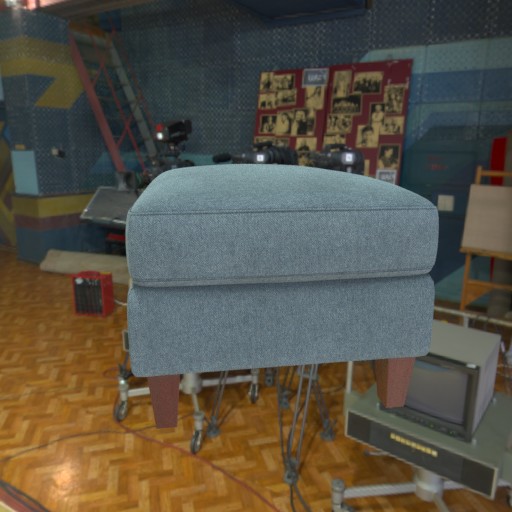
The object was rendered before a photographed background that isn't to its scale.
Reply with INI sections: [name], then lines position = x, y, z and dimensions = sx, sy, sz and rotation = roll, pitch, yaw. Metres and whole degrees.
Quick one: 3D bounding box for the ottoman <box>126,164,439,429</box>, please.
[ottoman]
position = 0.000, 0.000, 1.204
dimensions = 0.584, 0.483, 0.864
rotation = -2, 14, -9
